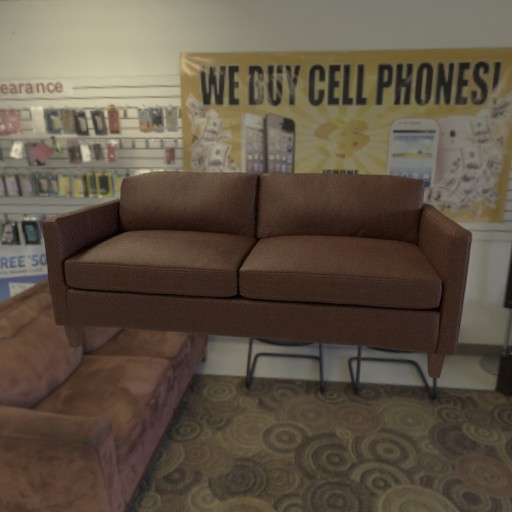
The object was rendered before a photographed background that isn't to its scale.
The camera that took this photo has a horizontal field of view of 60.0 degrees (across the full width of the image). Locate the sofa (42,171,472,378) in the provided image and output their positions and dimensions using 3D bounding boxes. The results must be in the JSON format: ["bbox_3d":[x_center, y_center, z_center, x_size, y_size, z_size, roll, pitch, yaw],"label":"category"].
[{"bbox_3d":[0.000,0.000,2.428,1.971,0.863,0.923,3,15,9],"label":"sofa"}]
